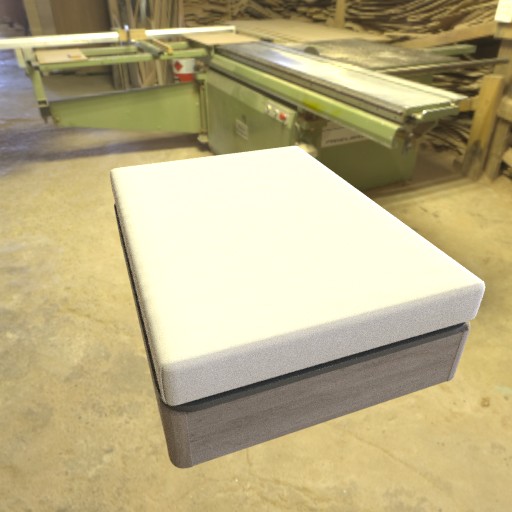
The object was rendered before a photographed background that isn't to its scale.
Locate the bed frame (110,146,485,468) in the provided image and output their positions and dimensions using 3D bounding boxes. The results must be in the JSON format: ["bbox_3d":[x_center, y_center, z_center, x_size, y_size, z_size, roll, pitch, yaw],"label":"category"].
[{"bbox_3d":[0.000,0.000,2.530,1.400,0.561,1.900,-11,34,-17],"label":"bed frame"}]
